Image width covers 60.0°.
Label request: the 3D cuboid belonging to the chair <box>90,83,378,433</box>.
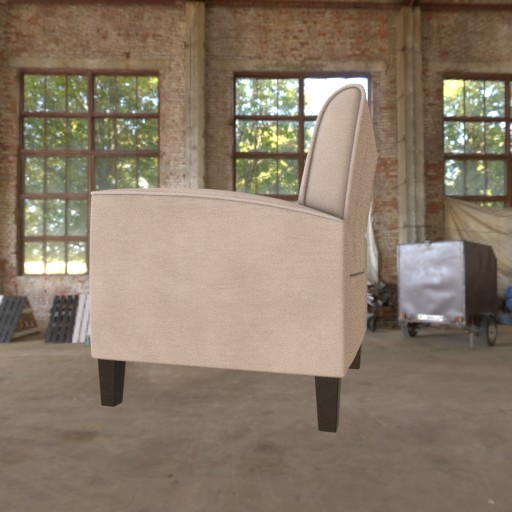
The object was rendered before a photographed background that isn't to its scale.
[{"bbox_3d":[0.000,0.000,1.592,0.821,0.915,0.820,0,-1,18],"label":"chair"}]
